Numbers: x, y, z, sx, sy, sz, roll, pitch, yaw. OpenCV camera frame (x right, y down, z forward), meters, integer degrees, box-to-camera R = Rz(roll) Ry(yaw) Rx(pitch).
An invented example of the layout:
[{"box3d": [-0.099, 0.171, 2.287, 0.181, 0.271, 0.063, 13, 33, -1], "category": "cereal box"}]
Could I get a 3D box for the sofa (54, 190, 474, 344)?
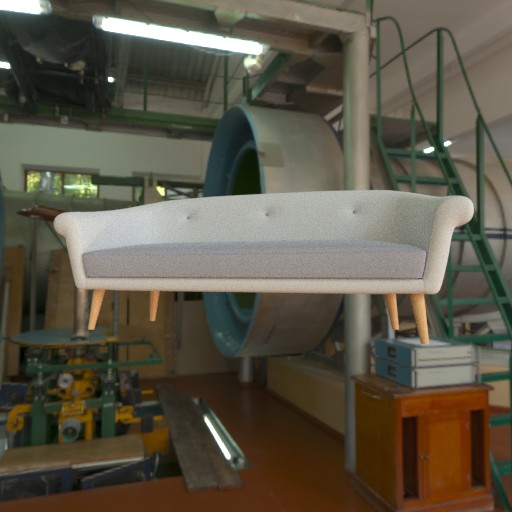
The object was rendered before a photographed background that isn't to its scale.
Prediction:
[{"box3d": [0.000, 0.000, 2.549, 2.160, 0.795, 0.827, -1, -2, 16], "category": "sofa"}]
